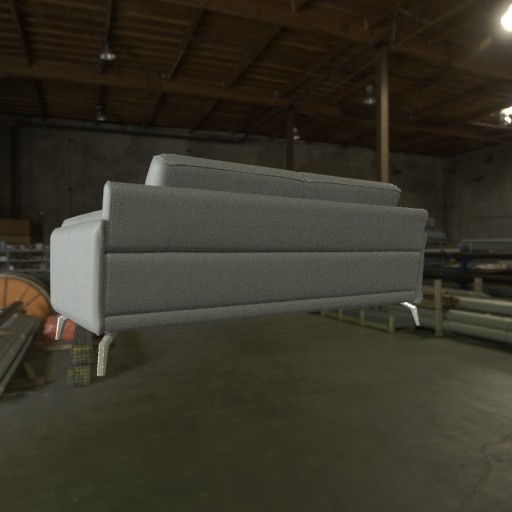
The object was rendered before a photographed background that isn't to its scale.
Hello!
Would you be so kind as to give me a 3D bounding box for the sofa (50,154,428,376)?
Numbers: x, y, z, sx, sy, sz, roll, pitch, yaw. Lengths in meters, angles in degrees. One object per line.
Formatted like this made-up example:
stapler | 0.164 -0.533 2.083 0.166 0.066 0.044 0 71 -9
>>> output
sofa | 0.000 0.000 2.607 2.100 0.900 0.969 -1 1 -35
